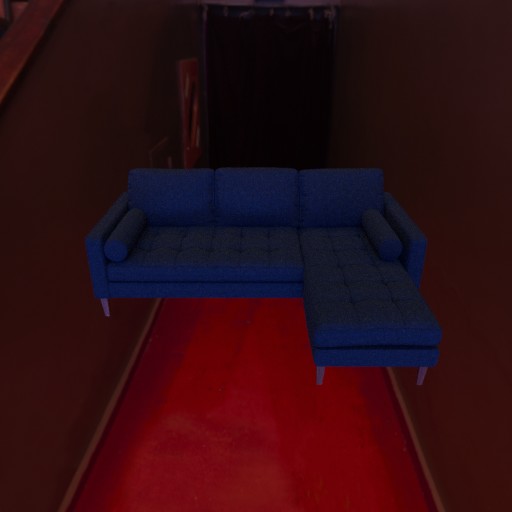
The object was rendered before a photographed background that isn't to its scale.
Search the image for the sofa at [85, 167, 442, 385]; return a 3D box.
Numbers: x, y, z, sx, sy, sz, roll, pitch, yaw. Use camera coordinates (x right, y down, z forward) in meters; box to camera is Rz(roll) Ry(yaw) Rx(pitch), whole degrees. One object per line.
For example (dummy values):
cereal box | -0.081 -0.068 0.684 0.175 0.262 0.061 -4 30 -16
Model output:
sofa | 0.000 0.000 2.948 2.185 0.841 1.613 0 27 0
